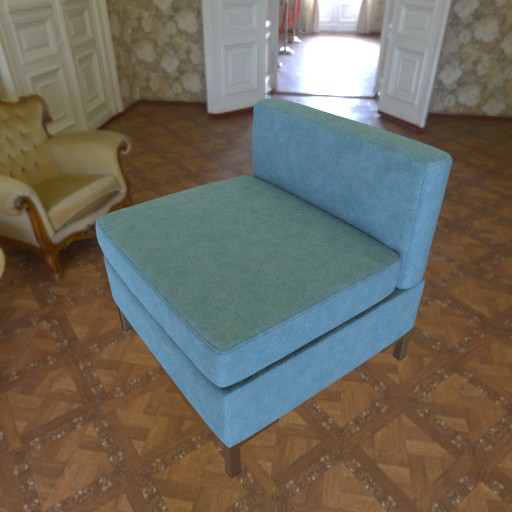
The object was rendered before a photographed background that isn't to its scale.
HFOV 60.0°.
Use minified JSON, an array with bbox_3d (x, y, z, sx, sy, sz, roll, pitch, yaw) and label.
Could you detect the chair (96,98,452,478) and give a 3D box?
[{"bbox_3d":[0.000,0.000,1.237,0.685,0.660,0.684,-22,39,-30],"label":"chair"}]
